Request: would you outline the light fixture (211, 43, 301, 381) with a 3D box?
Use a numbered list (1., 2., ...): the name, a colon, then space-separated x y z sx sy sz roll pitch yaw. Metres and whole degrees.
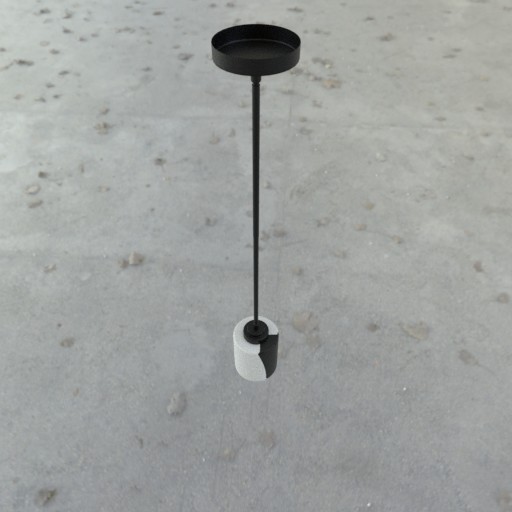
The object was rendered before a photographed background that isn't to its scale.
1. light fixture: 0.000 0.000 0.923 0.123 0.863 0.123 4 47 4
